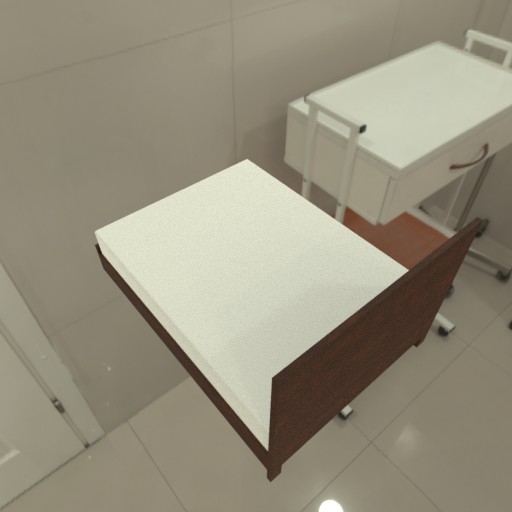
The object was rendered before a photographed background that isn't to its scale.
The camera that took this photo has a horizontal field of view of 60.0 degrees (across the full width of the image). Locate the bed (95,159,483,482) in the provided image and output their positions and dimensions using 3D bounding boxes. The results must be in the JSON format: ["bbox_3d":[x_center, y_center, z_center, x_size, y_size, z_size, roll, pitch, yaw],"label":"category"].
[{"bbox_3d":[0.000,0.000,3.246,1.600,1.270,2.184,-31,54,-26],"label":"bed"}]
